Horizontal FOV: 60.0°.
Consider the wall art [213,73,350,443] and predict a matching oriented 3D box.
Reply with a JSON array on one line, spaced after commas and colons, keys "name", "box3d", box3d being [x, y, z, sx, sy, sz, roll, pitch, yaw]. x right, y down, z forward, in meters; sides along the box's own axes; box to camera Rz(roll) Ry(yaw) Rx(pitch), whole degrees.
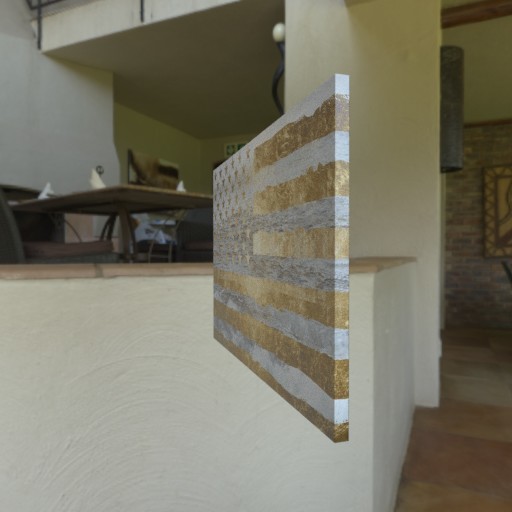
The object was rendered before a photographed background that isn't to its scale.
[{"name": "wall art", "box3d": [0.000, 0.000, 1.178, 0.027, 0.610, 0.932, 0, 1, -18]}]
